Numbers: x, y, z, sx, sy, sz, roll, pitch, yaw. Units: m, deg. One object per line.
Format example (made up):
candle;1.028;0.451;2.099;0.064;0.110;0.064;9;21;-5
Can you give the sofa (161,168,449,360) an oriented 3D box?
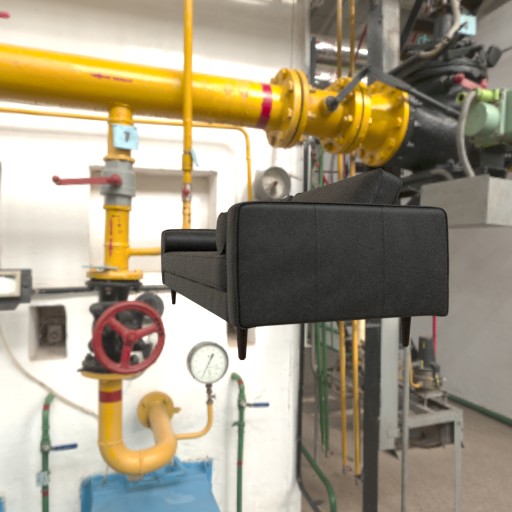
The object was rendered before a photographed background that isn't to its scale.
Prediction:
sofa;0.000;0.000;2.645;0.914;0.762;2.210;0;1;-19
